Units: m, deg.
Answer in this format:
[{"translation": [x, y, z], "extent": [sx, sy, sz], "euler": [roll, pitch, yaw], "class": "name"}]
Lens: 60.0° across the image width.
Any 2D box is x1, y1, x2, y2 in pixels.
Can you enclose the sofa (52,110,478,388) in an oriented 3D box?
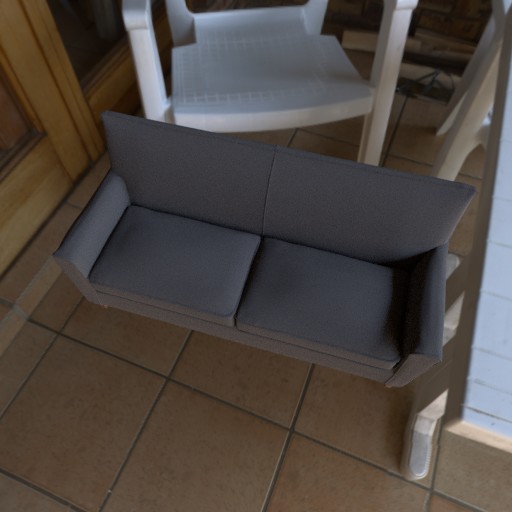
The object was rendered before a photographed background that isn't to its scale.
[{"translation": [0.000, 0.000, 2.456], "extent": [2.002, 0.907, 0.843], "euler": [14, 59, 9], "class": "sofa"}]
